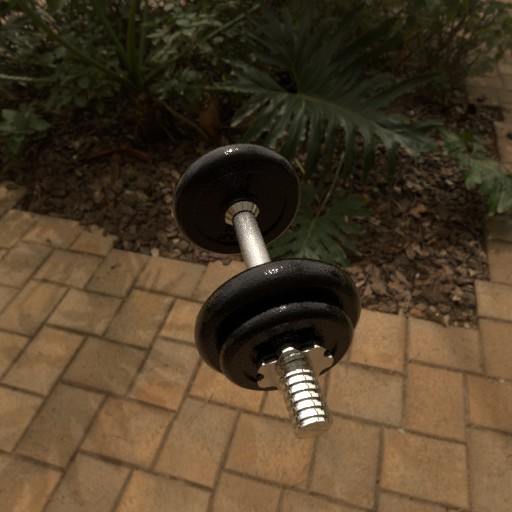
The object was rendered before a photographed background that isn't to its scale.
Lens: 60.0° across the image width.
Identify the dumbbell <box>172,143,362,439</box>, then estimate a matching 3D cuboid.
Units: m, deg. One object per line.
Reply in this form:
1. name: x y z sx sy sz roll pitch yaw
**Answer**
1. dumbbell: 0.000 0.000 0.606 0.202 0.202 0.497 -10 47 -9
